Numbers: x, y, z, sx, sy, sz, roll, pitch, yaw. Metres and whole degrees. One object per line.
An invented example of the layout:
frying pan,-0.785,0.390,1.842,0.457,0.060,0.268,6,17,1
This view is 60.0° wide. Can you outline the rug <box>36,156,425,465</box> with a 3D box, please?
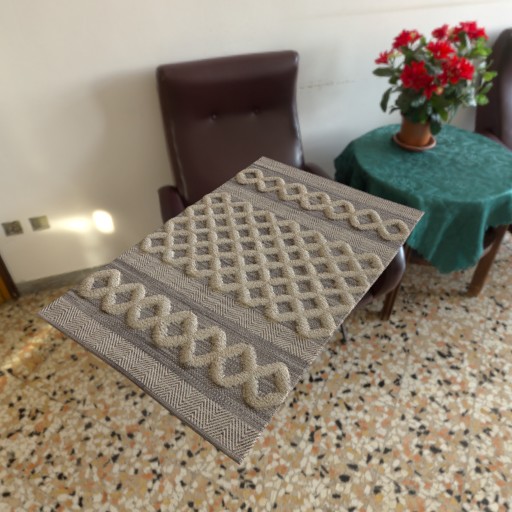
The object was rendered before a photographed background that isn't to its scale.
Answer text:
rug,0.000,0.000,2.973,1.513,0.033,2.333,25,47,26
